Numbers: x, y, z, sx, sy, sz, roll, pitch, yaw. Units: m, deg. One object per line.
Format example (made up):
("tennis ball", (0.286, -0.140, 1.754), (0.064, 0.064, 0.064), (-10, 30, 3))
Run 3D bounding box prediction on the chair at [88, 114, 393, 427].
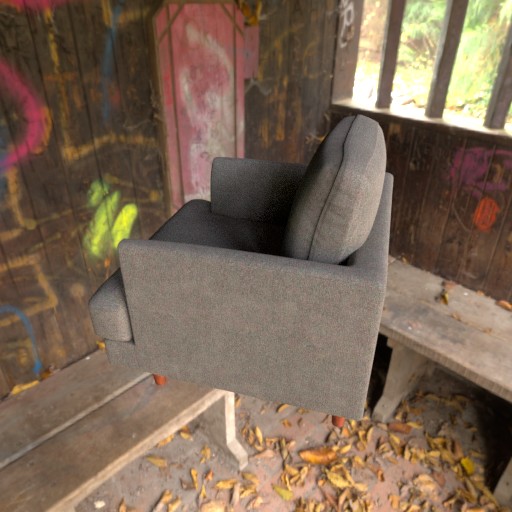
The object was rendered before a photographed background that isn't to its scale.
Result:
("chair", (0.000, 0.000, 1.632), (0.899, 0.957, 0.858), (8, 32, 14))
